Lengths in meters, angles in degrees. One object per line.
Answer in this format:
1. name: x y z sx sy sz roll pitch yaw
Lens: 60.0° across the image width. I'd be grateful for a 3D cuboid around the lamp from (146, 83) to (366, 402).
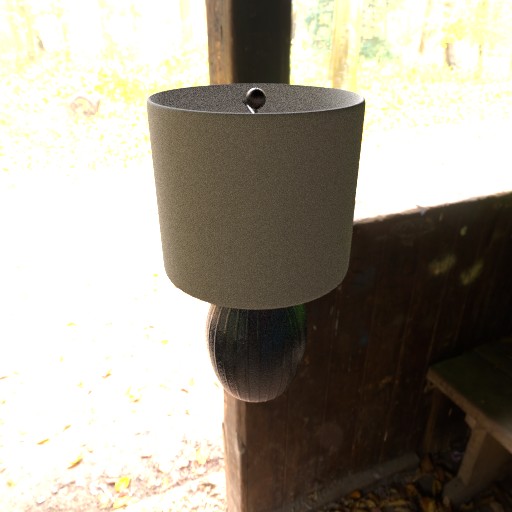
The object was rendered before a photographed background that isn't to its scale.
1. lamp: 0.000 0.000 0.800 0.329 0.570 0.329 19 33 32
